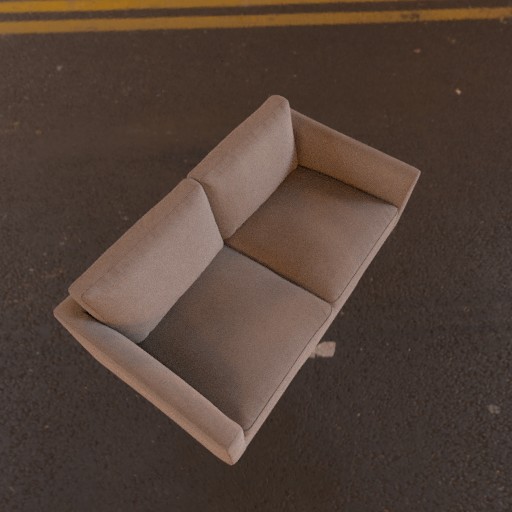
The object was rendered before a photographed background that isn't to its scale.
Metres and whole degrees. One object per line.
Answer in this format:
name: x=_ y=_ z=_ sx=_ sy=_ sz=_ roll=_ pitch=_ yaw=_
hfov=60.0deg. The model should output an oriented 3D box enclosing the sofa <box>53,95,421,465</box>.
sofa: x=0.000 y=0.000 z=2.566 sx=1.091 sy=0.839 sz=1.905 roll=31 pitch=63 yaw=18
